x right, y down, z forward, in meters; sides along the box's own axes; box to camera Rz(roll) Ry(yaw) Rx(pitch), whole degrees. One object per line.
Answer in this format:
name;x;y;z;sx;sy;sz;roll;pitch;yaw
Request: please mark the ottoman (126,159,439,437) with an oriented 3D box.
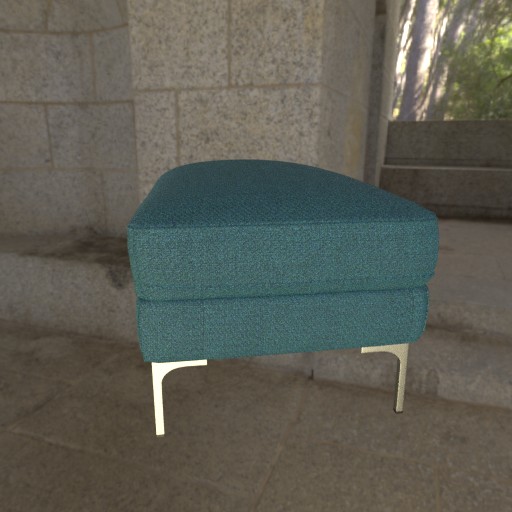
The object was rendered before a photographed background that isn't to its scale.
ottoman;0.000;0.000;1.189;0.563;0.498;0.856;-2;15;-9
